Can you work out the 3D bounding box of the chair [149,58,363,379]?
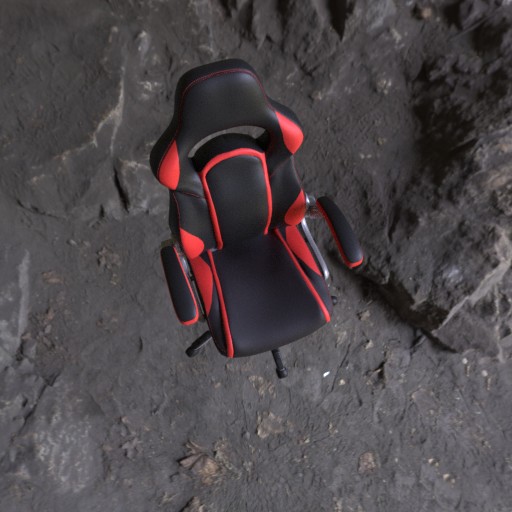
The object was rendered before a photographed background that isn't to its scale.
[{"bbox_3d":[0.000,0.000,1.610,0.758,1.165,0.712,-19,66,-9],"label":"chair"}]
